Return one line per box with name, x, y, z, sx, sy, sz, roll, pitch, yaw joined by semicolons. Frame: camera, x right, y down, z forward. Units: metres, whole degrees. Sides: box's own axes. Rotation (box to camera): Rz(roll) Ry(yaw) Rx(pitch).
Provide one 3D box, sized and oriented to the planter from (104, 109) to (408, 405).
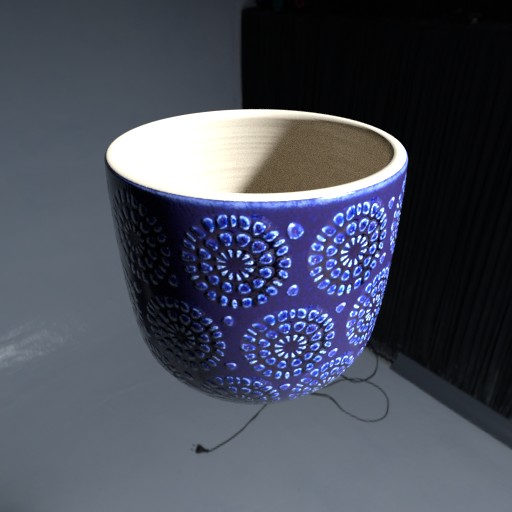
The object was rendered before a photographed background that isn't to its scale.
planter;0.000;0.000;0.285;0.165;0.149;0.165;0;31;0
